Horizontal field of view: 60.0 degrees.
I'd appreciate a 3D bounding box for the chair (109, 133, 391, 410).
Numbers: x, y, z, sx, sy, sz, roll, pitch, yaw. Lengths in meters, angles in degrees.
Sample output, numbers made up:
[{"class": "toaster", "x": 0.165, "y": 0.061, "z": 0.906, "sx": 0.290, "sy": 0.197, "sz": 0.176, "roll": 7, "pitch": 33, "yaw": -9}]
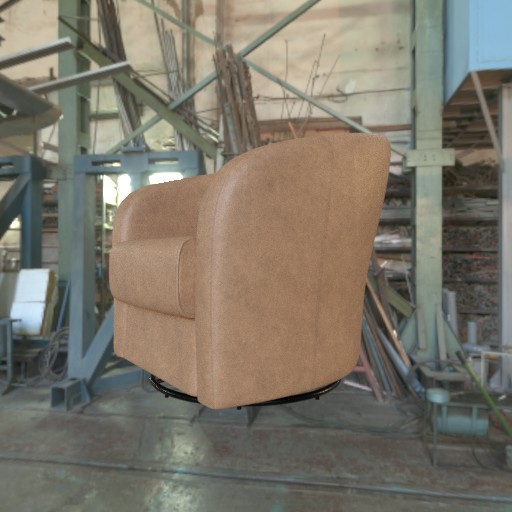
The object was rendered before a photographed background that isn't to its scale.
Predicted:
[{"class": "chair", "x": 0.000, "y": 0.000, "z": 1.427, "sx": 0.815, "sy": 0.771, "sz": 0.791, "roll": 0, "pitch": 0, "yaw": -35}]
